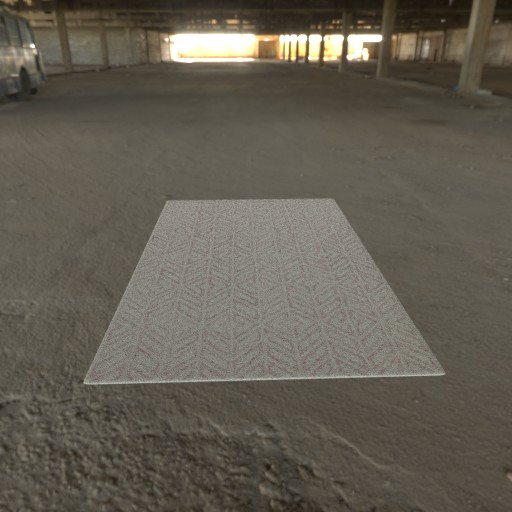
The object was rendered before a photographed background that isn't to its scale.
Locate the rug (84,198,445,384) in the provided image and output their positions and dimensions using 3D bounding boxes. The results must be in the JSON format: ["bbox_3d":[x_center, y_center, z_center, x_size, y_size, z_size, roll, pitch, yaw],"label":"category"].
[{"bbox_3d":[0.000,0.000,2.952,1.523,0.008,2.438,-1,25,-2],"label":"rug"}]
